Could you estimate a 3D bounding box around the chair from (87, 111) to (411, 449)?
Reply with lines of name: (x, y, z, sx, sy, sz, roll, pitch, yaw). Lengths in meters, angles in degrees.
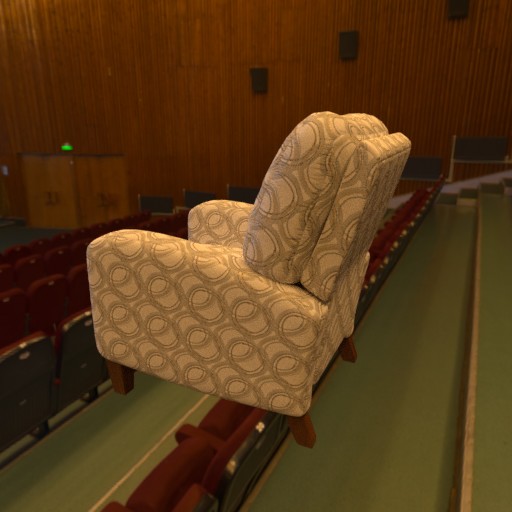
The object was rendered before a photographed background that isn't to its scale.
chair: (0.000, 0.000, 1.725, 0.995, 1.065, 0.796, 8, 19, 24)
